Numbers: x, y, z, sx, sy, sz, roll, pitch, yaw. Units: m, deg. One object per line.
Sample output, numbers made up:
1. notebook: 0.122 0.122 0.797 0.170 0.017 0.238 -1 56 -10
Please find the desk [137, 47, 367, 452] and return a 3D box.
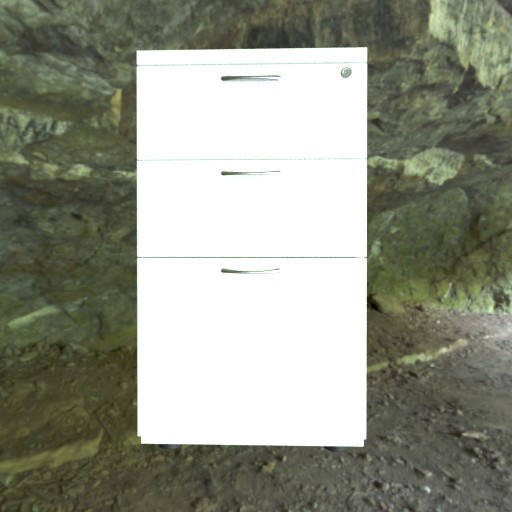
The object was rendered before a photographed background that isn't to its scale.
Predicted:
1. desk: 0.000 0.000 1.067 0.404 0.730 0.600 0 1 2
